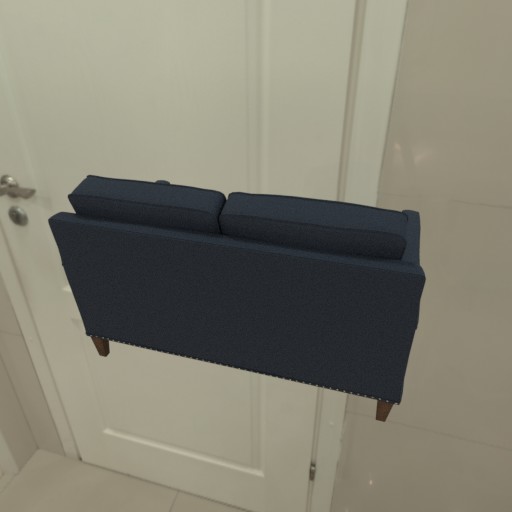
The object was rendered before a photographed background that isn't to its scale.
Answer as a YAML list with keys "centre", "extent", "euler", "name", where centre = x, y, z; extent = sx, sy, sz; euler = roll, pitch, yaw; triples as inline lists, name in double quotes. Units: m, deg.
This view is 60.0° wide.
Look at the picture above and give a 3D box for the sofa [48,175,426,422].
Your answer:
- centre: [0.000, 0.000, 2.272]
  extent: [1.597, 1.003, 1.084]
  euler: [9, 32, 14]
  name: "sofa"
